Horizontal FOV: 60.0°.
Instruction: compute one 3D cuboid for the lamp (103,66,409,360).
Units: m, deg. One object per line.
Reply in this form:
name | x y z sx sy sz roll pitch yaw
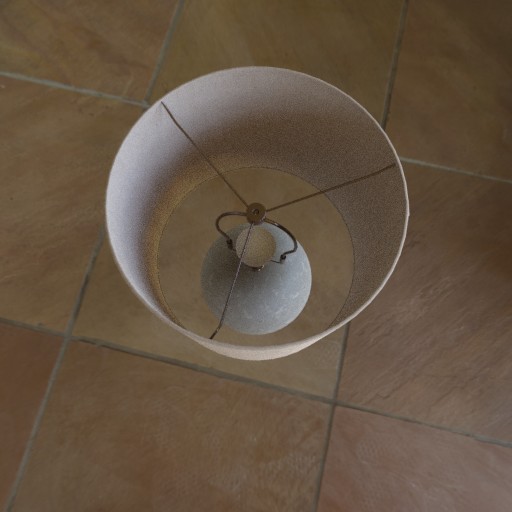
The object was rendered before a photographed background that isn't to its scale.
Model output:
lamp | 0.000 0.000 0.588 0.269 0.409 0.269 16 75 4
